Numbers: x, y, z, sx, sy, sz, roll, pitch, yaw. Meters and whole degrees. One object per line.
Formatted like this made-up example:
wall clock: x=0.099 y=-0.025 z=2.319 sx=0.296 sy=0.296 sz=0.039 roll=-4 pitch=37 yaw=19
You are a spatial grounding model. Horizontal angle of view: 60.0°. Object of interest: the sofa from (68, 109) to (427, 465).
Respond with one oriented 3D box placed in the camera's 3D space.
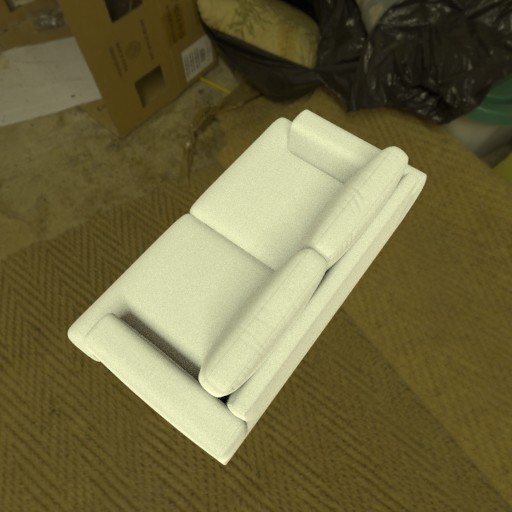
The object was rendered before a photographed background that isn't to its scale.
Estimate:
sofa: x=0.000 y=0.000 z=2.129 sx=0.915 sy=0.810 sz=1.651 roll=34 pitch=68 yaw=16
